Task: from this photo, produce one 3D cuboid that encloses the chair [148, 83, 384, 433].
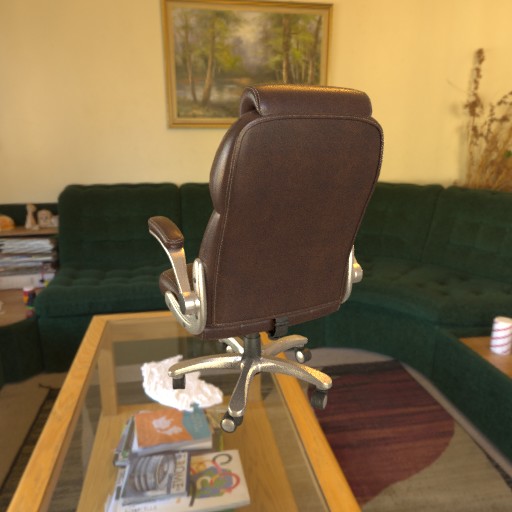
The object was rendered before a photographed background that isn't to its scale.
[{"bbox_3d":[0.000,0.000,1.674,0.733,1.160,0.774,-8,18,-26],"label":"chair"}]
